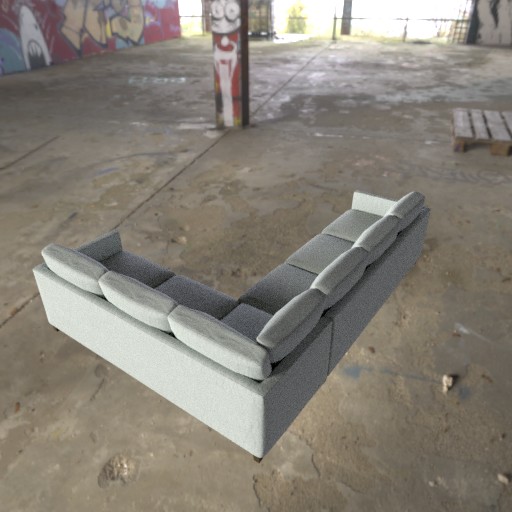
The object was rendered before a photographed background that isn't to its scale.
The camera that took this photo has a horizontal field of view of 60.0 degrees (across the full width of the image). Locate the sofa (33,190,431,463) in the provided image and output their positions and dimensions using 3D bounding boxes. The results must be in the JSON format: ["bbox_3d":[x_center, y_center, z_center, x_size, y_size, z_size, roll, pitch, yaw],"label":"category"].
[{"bbox_3d":[0.000,0.000,4.527,2.522,0.934,3.333,20,37,30],"label":"sofa"}]
